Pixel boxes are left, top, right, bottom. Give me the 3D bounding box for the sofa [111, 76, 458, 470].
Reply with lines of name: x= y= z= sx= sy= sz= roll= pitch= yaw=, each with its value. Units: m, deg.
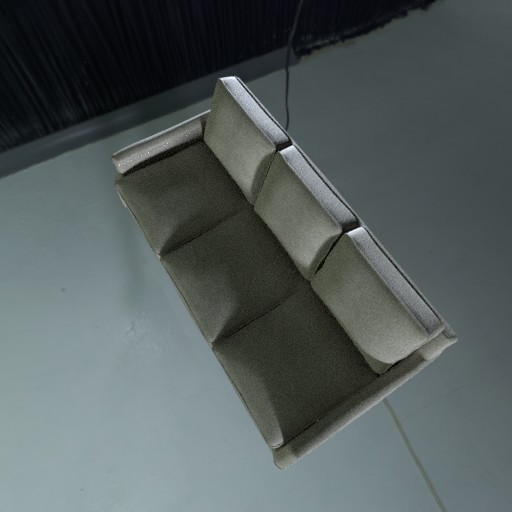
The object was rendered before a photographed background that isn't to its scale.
sofa: x=0.000 y=0.000 z=2.819 sx=1.084 sy=1.003 sz=2.246 roll=-29 pitch=68 yaw=-13
